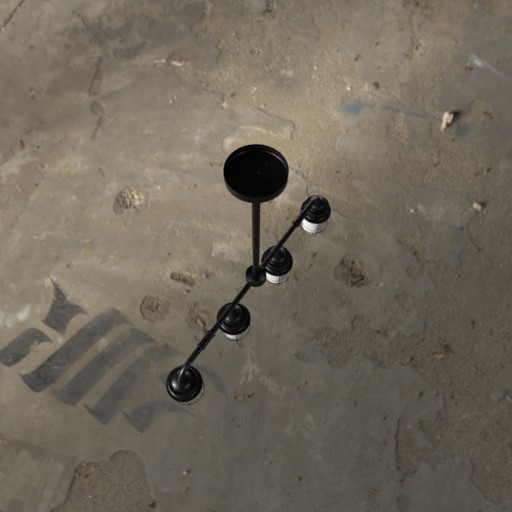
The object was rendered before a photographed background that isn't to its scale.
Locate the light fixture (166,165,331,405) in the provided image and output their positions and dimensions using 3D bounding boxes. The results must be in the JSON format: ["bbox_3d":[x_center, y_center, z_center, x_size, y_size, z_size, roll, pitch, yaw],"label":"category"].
[{"bbox_3d":[0.000,0.000,1.236,0.131,0.785,0.852,33,68,15],"label":"light fixture"}]
